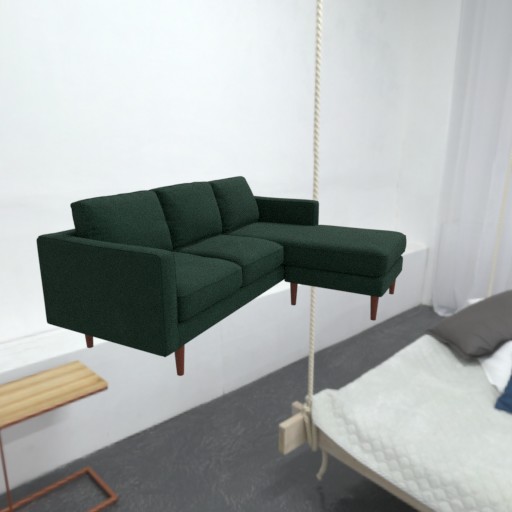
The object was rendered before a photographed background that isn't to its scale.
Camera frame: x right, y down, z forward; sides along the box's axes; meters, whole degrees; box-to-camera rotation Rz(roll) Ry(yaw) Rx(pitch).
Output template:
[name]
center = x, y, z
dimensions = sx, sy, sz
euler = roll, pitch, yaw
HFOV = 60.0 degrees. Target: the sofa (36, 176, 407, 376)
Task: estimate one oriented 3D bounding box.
[sofa]
center = 0.000, 0.000, 2.916
dimensions = 1.580, 0.899, 2.030
euler = 8, 17, 27
